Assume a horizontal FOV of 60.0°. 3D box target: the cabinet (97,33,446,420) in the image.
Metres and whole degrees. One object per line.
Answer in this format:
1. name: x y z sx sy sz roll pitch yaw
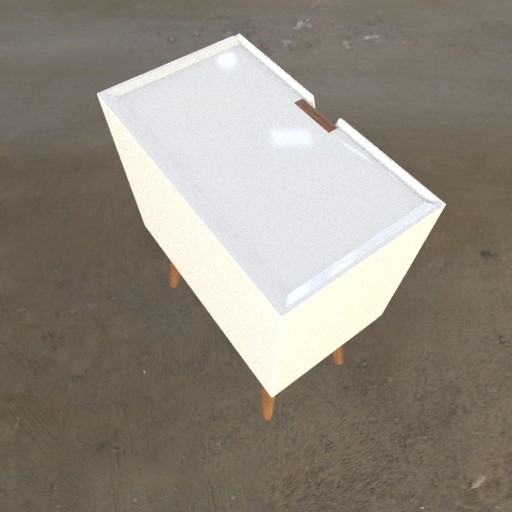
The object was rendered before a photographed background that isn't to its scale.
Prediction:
1. cabinet: 0.000 0.000 1.125 0.344 0.772 0.591 -32 64 -18
